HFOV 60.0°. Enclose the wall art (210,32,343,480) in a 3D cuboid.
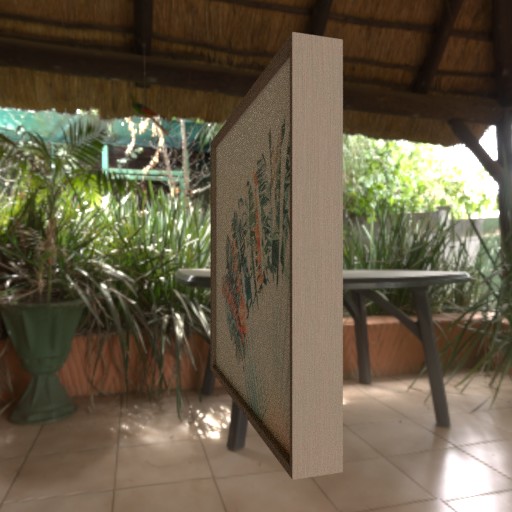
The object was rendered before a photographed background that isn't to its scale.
[{"bbox_3d":[0.000,0.000,0.451,0.038,0.303,0.304,0,0,-16],"label":"wall art"}]
